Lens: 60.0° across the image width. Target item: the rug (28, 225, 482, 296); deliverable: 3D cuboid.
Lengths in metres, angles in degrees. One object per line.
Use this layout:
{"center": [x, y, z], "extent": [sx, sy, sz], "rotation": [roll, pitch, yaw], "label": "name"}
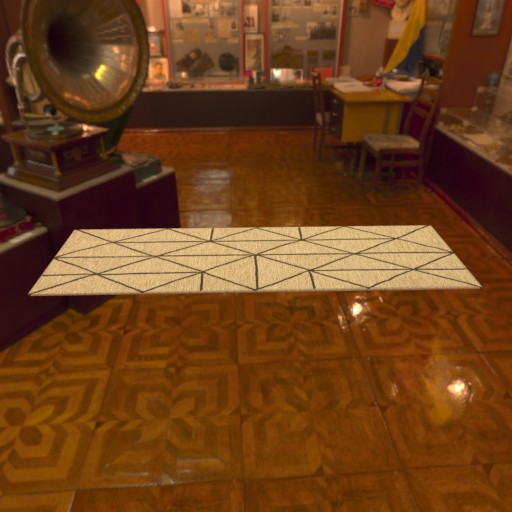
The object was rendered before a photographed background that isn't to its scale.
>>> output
{"center": [0.000, 0.000, 2.703], "extent": [2.438, 0.012, 0.762], "rotation": [-1, 30, -1], "label": "rug"}
